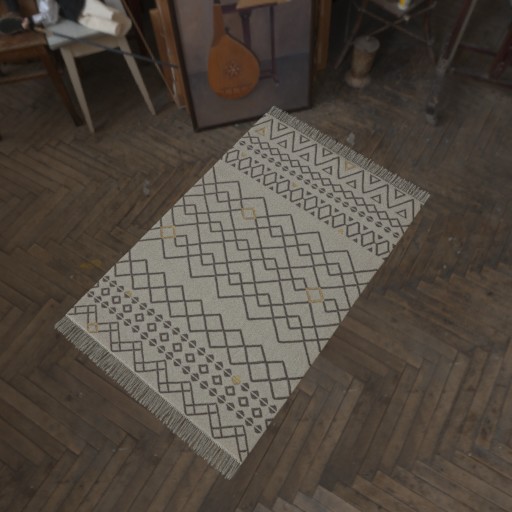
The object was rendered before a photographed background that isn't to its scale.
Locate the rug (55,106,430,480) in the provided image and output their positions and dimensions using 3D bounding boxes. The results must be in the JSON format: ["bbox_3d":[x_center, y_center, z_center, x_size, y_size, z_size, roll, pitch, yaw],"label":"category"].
[{"bbox_3d":[0.000,0.000,3.148,1.495,0.035,2.472,34,69,16],"label":"rug"}]
